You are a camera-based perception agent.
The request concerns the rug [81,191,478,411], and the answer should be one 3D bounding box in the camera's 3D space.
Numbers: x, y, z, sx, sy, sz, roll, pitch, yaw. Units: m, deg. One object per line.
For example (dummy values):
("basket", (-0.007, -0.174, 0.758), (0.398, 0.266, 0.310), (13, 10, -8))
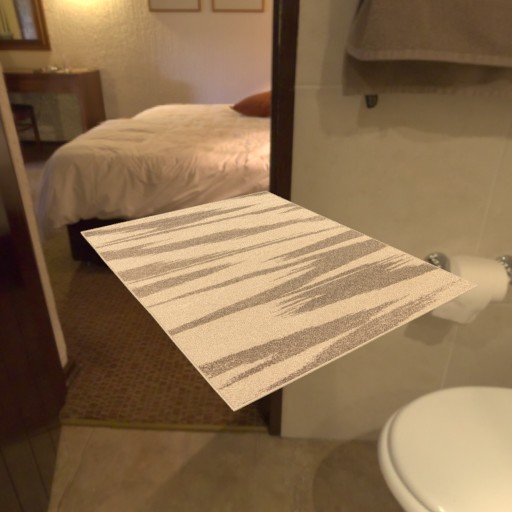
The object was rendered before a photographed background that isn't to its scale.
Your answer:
("rug", (0.000, 0.000, 4.066), (2.353, 0.014, 2.945), (-17, 31, -31))
